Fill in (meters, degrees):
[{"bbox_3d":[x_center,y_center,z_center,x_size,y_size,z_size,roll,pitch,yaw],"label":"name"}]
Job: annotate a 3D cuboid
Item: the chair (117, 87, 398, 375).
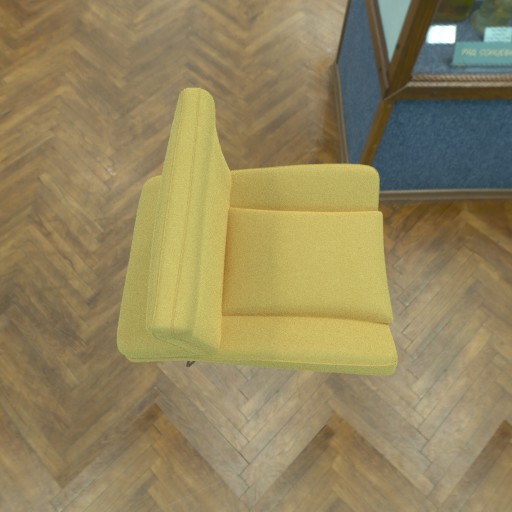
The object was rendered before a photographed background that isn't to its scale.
[{"bbox_3d":[0.000,0.000,1.672,1.008,0.855,0.859,2,65,1],"label":"chair"}]
